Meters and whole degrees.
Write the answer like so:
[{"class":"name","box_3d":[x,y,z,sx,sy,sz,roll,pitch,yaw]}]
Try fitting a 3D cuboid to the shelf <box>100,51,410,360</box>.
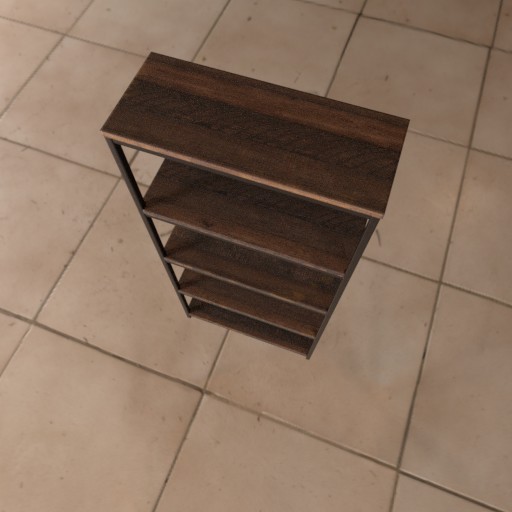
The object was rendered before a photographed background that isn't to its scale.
[{"class":"shelf","box_3d":[0.000,0.000,2.187,0.874,1.860,0.359,18,66,8]}]
